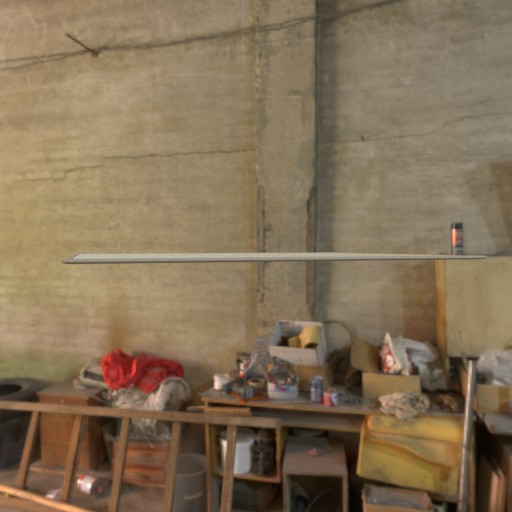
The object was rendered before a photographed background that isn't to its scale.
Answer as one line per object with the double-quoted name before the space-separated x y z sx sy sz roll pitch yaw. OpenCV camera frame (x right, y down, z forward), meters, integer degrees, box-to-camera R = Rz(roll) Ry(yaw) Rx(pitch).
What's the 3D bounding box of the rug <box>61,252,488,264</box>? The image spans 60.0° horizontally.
"rug" 0.000 0.000 2.692 2.081 0.020 1.525 0 1 -20
